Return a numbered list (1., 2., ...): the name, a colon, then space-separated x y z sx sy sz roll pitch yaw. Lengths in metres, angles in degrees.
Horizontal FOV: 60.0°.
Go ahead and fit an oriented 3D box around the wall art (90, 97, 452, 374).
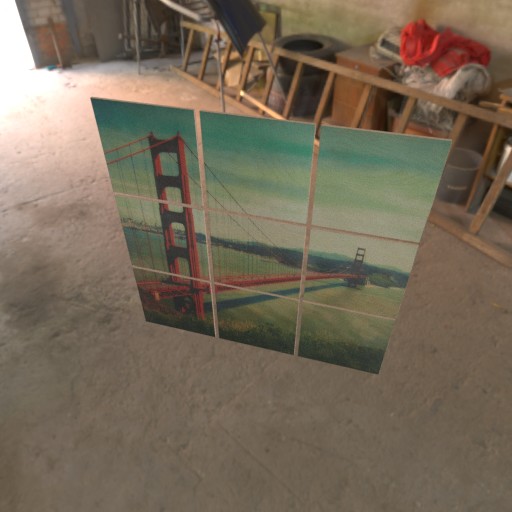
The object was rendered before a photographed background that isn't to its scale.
1. wall art: 0.000 0.000 2.303 1.519 1.507 0.014 11 42 12
